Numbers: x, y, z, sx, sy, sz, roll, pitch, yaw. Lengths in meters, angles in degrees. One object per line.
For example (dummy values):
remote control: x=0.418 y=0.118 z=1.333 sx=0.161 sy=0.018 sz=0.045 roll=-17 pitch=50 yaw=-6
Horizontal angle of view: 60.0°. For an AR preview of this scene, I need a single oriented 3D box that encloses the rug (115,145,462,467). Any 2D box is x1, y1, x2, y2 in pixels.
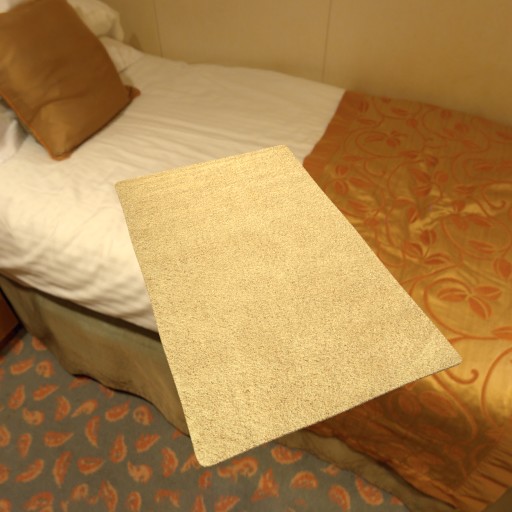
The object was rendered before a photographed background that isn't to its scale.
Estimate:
rug: x=0.000 y=0.000 z=2.981 sx=1.500 sy=0.025 sz=2.349 roll=-16 pitch=48 yaw=-15
